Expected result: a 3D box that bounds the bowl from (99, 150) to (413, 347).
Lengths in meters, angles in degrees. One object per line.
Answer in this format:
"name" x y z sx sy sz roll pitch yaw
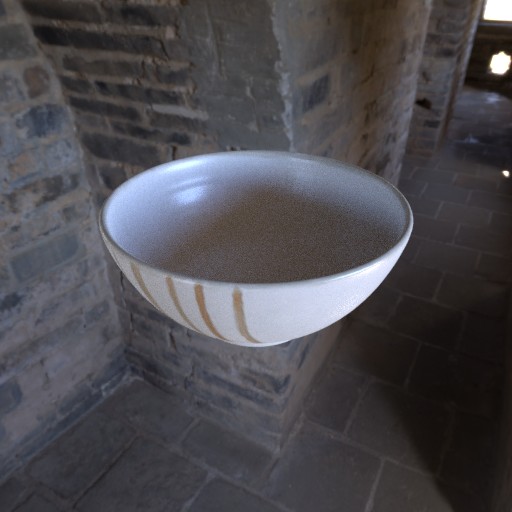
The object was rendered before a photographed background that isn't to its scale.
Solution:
"bowl" 0.000 0.000 0.425 0.268 0.121 0.268 0 32 0
